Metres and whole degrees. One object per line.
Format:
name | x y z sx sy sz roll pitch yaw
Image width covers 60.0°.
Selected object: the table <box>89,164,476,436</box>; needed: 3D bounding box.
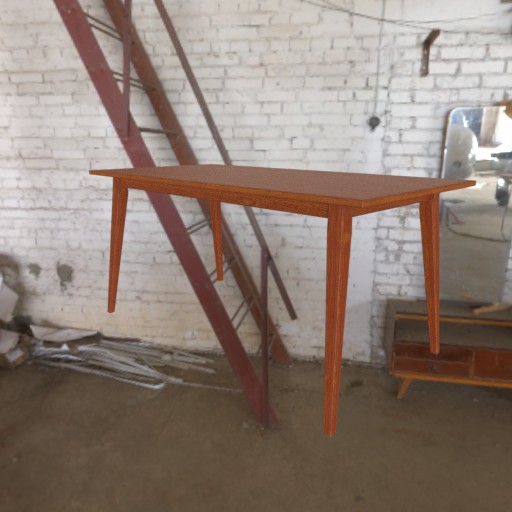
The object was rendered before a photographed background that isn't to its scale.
table | 0.000 0.000 2.087 0.811 0.755 1.609 -14 21 -43
